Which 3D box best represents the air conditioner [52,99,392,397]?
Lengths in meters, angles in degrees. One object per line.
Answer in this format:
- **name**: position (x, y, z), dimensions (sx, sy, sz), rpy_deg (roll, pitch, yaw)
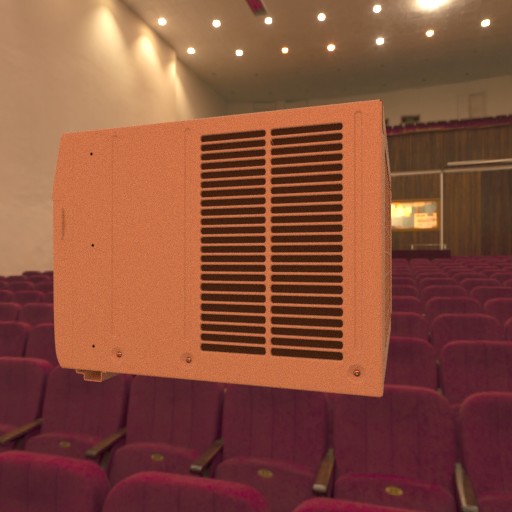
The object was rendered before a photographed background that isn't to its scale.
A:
- **air conditioner**: position (0.000, 0.000, 1.042), dimensions (0.599, 0.455, 0.645), rpy_deg (0, 0, 18)
